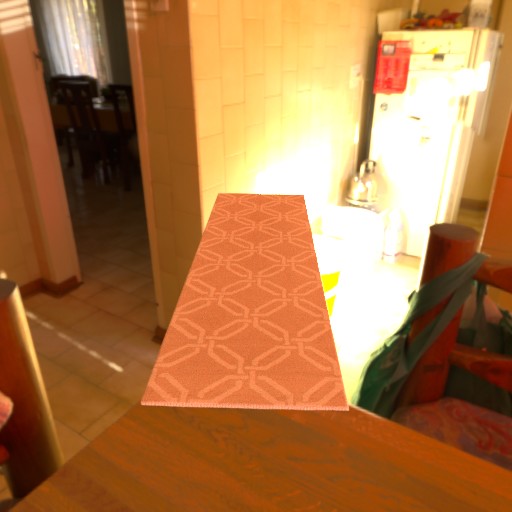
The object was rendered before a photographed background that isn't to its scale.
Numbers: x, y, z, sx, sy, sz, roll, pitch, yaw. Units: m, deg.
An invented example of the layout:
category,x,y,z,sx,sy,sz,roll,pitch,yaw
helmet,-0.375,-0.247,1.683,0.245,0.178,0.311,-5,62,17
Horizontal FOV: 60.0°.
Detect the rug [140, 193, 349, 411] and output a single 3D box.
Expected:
category,x,y,z,sx,sy,sz,roll,pitch,yaw
rug,0.000,0.000,2.458,0.678,0.014,2.276,1,25,2
